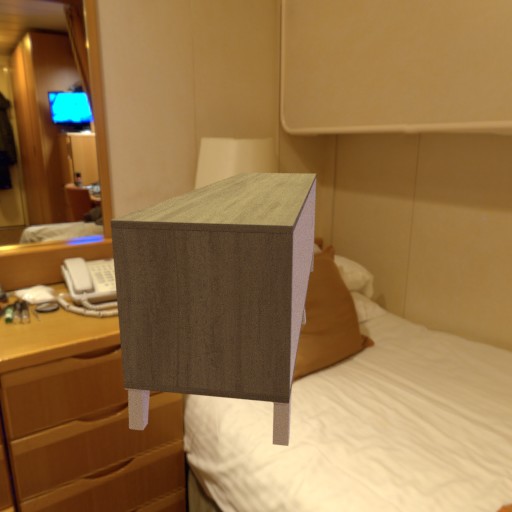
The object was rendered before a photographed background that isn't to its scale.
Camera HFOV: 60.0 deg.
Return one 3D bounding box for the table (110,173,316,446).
[{"bbox_3d":[0.000,0.000,1.721,0.400,0.530,1.500,2,15,9],"label":"table"}]
